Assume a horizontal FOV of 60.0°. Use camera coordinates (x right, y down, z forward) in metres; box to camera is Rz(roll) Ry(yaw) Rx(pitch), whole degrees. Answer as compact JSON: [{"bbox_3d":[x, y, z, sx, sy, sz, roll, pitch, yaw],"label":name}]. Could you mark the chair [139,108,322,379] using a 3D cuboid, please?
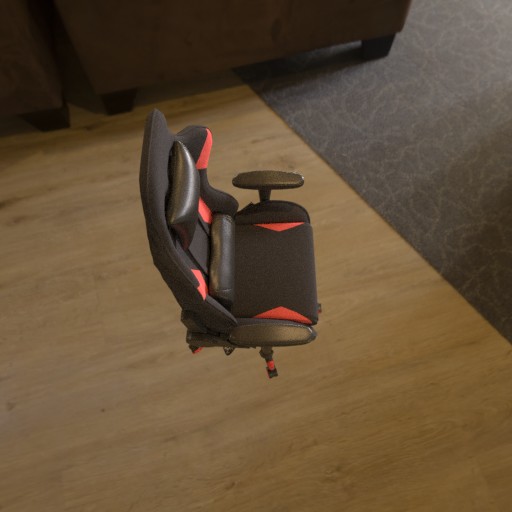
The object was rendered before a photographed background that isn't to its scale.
[{"bbox_3d":[0.000,0.000,1.654,0.658,1.326,0.695,0,65,0],"label":"chair"}]
